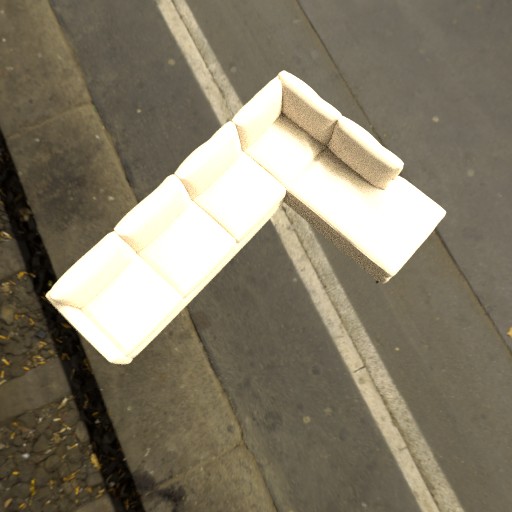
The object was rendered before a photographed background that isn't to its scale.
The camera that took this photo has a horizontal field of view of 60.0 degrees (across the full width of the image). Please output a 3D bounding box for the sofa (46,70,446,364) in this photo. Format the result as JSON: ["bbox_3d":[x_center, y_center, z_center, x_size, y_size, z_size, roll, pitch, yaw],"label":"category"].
[{"bbox_3d":[0.000,0.000,3.875,2.007,0.815,2.949,42,79,10],"label":"sofa"}]
